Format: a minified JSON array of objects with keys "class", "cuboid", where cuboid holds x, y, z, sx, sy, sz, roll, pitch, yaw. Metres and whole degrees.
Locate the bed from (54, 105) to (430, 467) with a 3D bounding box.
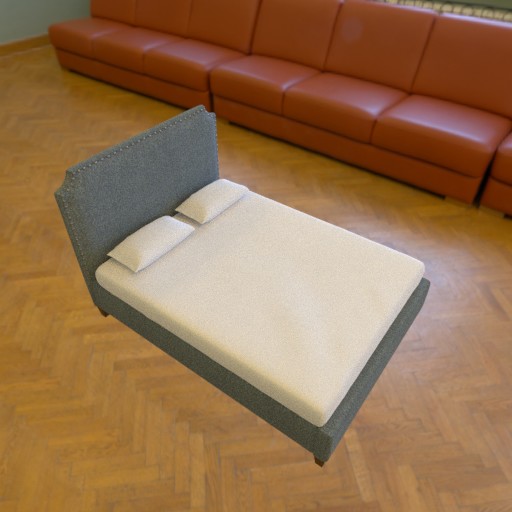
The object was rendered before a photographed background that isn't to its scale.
[{"class":"bed","cuboid":[0.000,0.000,3.510,2.372,1.443,1.712,26,47,27]}]
